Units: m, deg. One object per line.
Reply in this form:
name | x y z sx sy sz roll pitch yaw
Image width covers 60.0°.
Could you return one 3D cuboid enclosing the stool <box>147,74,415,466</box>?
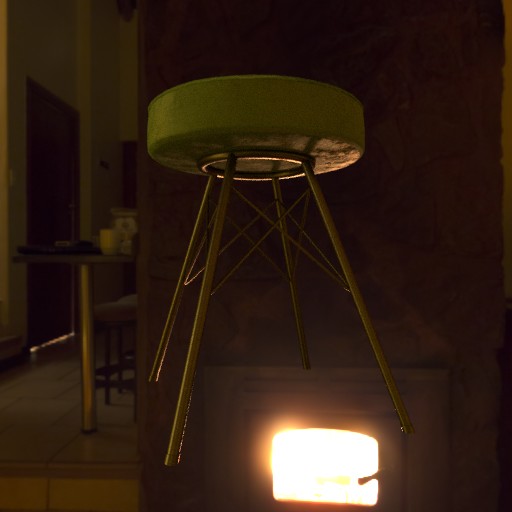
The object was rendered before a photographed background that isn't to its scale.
stool | 0.000 0.000 0.901 0.430 0.595 0.457 0 0 -17
